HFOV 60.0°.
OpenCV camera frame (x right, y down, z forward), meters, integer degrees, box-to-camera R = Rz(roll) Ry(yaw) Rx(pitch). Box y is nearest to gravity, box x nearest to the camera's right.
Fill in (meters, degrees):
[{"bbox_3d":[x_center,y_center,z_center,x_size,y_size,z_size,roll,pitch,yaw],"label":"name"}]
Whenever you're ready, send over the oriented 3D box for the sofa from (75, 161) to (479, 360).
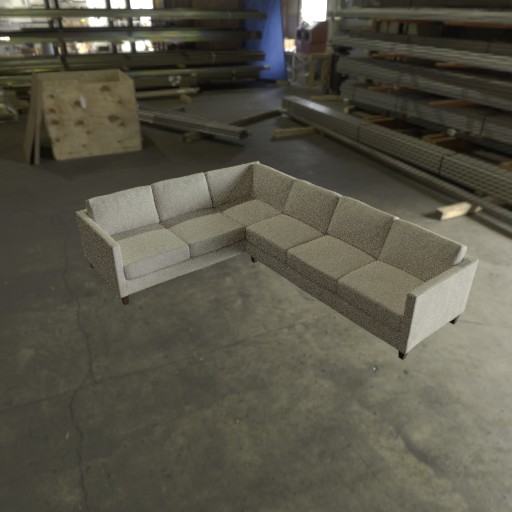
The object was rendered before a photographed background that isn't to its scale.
[{"bbox_3d":[0.000,0.000,4.378,2.432,0.863,3.182,-21,35,-32],"label":"sofa"}]
